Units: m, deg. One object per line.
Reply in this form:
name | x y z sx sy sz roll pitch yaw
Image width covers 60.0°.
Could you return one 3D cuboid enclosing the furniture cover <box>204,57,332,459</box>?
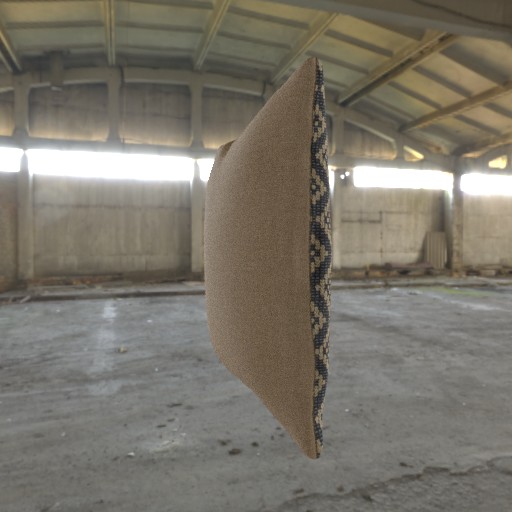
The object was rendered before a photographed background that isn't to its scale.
furniture cover | 0.000 0.000 0.675 0.139 0.431 0.431 0 1 -17
